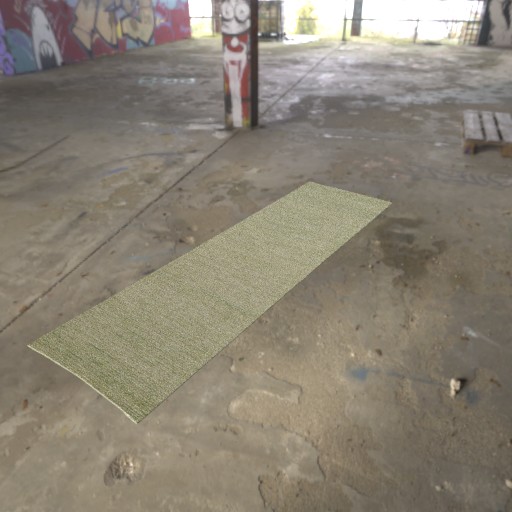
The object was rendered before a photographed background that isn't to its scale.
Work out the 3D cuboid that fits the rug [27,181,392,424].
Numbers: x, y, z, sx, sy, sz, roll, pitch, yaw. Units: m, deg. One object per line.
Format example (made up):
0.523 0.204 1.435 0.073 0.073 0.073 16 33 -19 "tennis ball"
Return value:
0.000 0.000 2.512 0.686 0.013 2.340 21 37 31 "rug"
